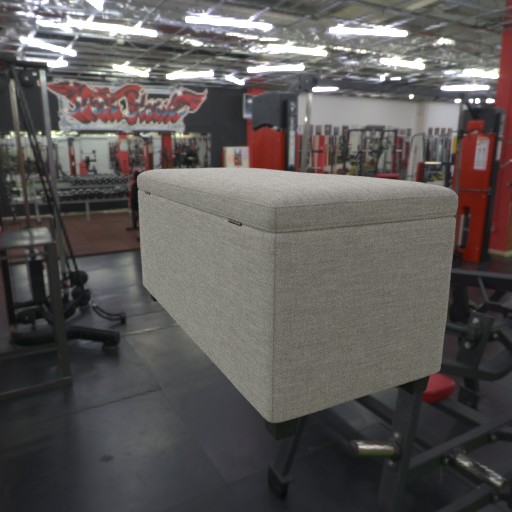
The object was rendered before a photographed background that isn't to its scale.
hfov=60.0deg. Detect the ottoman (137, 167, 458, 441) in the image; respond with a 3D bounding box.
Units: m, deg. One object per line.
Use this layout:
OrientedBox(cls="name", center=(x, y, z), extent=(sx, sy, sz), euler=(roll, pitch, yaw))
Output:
OrientedBox(cls="ottoman", center=(0.000, 0.000, 1.149), extent=(0.419, 0.432, 0.902), euler=(-7, 15, -27))
